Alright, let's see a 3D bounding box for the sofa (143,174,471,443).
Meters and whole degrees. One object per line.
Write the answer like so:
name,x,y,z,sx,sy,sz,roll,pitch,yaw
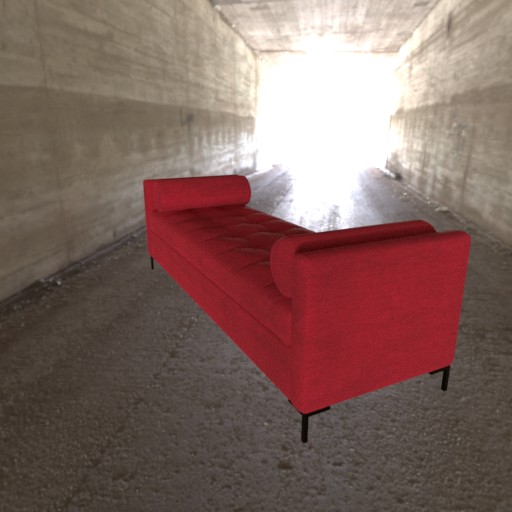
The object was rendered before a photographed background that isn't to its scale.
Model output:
sofa,0.000,0.000,2.312,0.686,0.635,1.981,-8,19,-26
